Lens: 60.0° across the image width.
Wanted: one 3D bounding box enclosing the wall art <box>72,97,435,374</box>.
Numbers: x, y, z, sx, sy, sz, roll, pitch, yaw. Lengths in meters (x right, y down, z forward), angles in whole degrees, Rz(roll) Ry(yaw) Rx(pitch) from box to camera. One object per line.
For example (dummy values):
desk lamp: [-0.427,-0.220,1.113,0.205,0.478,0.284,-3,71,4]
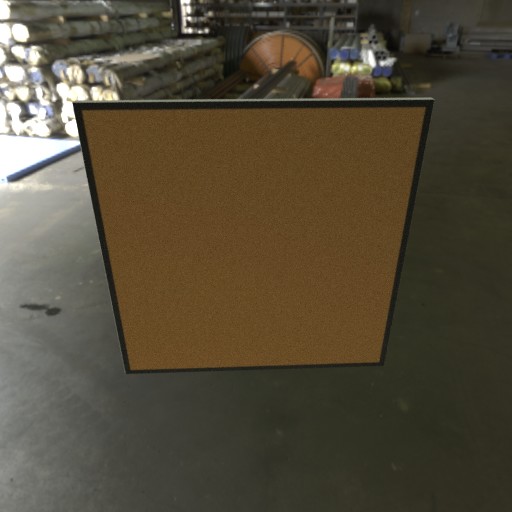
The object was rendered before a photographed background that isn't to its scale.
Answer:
wall art: [0.000,0.000,1.190,0.805,0.803,0.022,-1,30,-2]
